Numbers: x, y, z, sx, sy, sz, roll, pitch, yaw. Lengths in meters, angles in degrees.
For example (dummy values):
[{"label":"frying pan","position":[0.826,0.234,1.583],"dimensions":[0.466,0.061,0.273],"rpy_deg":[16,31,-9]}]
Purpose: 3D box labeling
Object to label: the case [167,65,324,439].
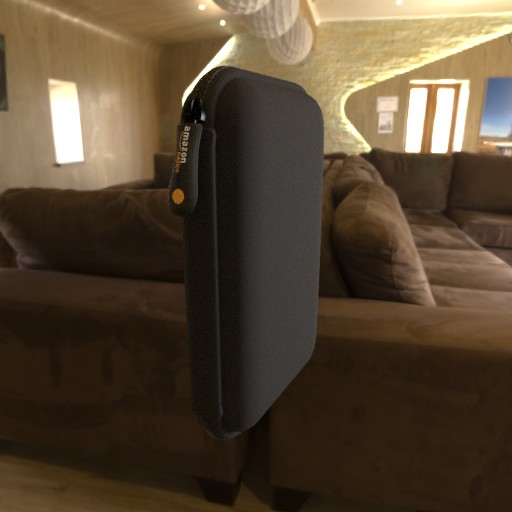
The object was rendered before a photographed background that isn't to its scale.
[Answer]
[{"label":"case","position":[0.000,0.000,0.192],"dimensions":[0.030,0.147,0.107],"rpy_deg":[8,17,27]}]
